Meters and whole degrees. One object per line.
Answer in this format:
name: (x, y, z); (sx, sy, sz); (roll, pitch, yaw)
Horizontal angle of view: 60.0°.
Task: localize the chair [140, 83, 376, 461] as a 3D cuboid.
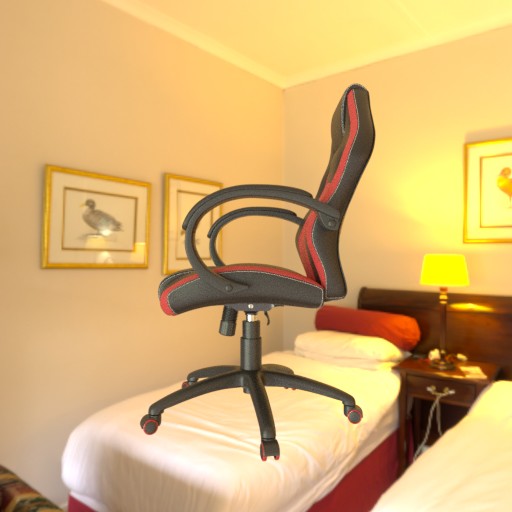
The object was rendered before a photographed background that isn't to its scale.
chair: (0.000, 0.000, 1.634); (0.783, 1.189, 0.750); (0, 0, 1)
